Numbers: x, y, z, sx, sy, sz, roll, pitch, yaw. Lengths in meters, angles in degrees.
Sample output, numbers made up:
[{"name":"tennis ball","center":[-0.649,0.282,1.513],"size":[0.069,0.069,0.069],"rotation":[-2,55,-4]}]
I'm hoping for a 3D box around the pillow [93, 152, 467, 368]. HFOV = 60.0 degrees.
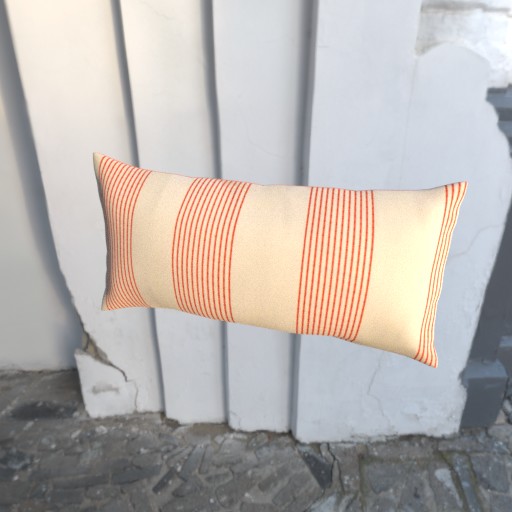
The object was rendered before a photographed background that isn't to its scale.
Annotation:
[{"name":"pillow","center":[0.000,0.000,0.733],"size":[0.608,0.292,0.156],"rotation":[7,27,15]}]
